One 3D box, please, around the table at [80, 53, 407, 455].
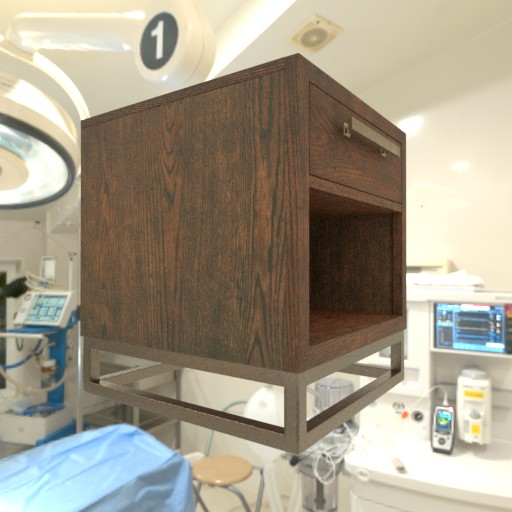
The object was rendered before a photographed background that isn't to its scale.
[{"bbox_3d":[0.000,0.000,0.991,0.566,0.582,0.506,0,-1,36],"label":"table"}]
